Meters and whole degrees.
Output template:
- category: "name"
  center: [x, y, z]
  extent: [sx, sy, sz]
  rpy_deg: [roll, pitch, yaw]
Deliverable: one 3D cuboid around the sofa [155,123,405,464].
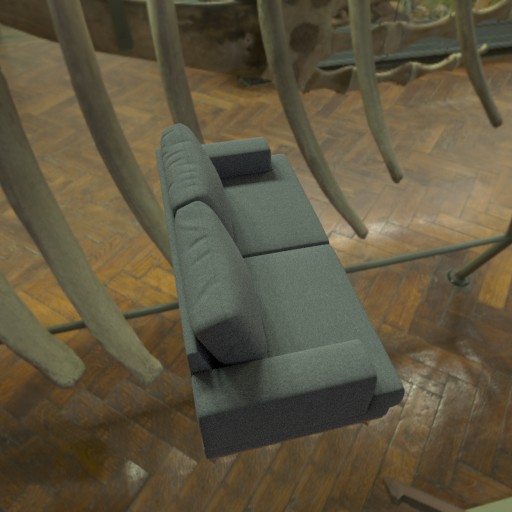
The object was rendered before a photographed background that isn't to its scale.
- category: "sofa"
  center: [0.000, 0.000, 2.140]
  extent: [0.785, 0.810, 1.650]
  rpy_deg: [-10, 47, -9]
